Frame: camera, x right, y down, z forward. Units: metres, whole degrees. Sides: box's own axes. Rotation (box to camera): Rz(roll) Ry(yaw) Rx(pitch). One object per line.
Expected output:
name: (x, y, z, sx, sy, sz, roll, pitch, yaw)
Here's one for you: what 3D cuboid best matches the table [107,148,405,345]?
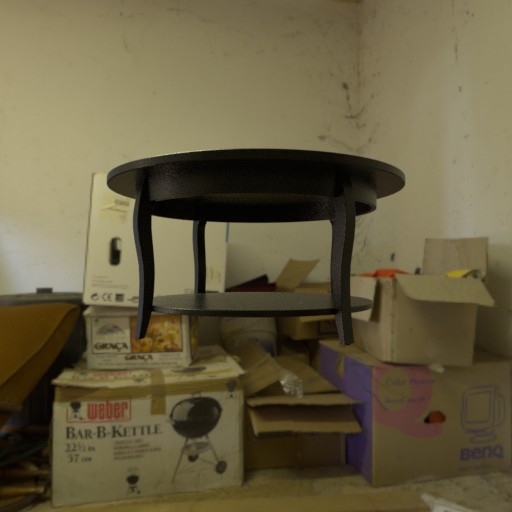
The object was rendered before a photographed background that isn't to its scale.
table: (0.000, 0.000, 1.427, 0.914, 0.457, 0.914, 0, -1, 0)
